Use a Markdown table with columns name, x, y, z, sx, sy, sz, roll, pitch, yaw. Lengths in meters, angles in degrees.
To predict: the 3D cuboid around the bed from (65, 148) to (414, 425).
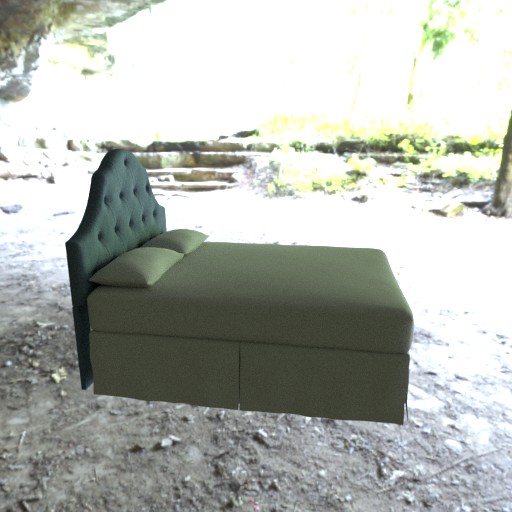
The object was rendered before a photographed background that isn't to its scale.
| name | x | y | z | sx | sy | sz | roll | pitch | yaw |
| --- | --- | --- | --- | --- | --- | --- | --- | --- | --- |
| bed | 0.000 | 0.000 | 3.363 | 2.155 | 1.575 | 1.636 | 2 | 15 | 9 |
